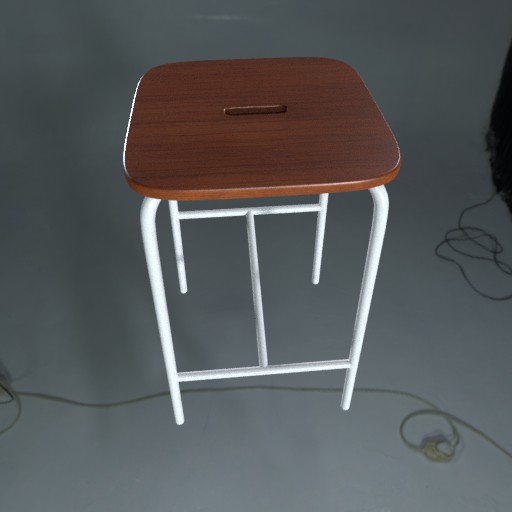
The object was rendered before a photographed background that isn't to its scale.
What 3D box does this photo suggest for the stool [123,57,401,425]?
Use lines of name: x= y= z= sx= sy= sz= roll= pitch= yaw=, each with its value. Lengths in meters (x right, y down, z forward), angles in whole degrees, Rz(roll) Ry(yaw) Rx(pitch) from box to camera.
stool: x=0.000 y=0.000 z=0.858 sx=0.376 sy=0.610 sz=0.376 roll=-4 pitch=46 yaw=-4
